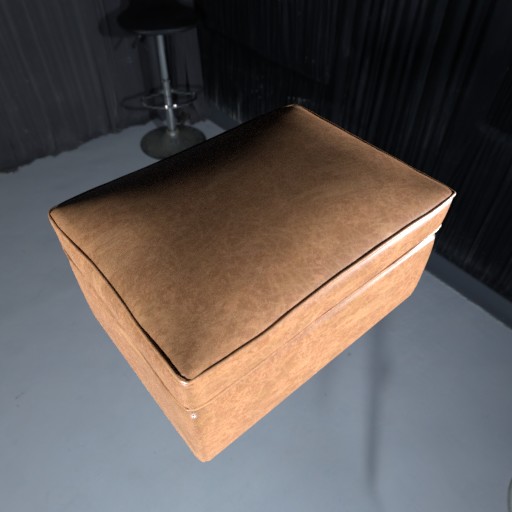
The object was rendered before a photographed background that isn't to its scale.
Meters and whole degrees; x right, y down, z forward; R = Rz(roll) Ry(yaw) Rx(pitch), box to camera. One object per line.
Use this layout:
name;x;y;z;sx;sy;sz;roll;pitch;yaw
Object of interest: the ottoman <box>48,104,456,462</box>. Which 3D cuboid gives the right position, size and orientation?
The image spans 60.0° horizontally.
ottoman;0.000;0.000;1.105;0.756;0.468;0.554;-31;54;-26
